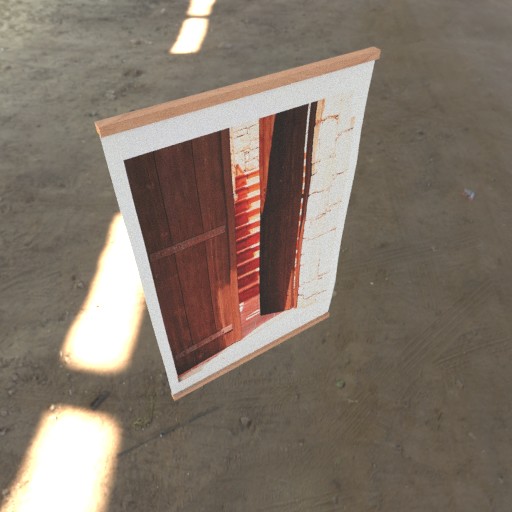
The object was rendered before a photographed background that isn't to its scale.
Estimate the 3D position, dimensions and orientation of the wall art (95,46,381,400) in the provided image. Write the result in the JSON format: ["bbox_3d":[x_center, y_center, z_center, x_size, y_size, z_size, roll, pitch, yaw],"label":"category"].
[{"bbox_3d":[0.000,0.000,0.634,0.332,0.508,0.012,-24,50,-22],"label":"wall art"}]
